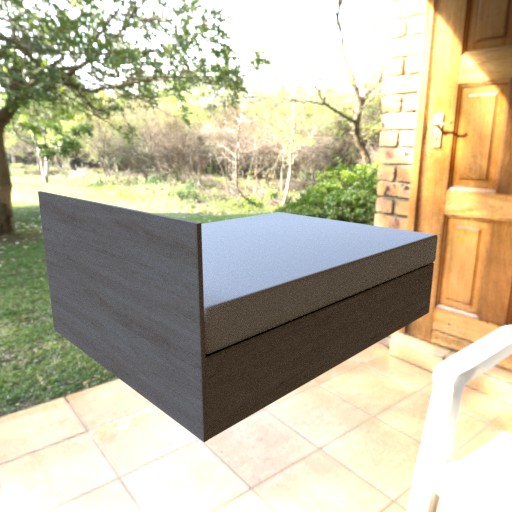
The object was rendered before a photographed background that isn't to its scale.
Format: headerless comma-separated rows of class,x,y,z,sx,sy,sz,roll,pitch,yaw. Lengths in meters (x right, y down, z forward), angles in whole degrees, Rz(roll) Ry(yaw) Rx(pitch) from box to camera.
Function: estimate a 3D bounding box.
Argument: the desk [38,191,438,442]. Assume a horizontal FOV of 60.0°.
desk,0.000,0.000,2.630,1.900,0.800,1.400,-14,20,-43
